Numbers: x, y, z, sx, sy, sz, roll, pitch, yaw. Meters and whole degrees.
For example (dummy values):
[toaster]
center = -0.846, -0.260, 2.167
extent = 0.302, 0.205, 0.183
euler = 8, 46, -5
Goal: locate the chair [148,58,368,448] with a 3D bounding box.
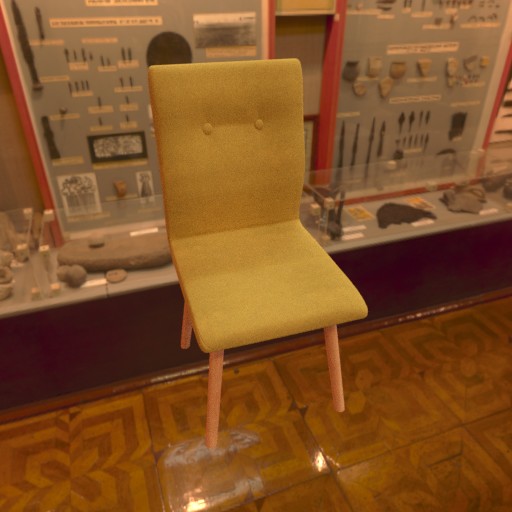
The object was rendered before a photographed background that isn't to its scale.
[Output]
[chair]
center = 0.000, 0.000, 1.280
extent = 0.450, 0.965, 0.550
euler = -10, 33, -15
